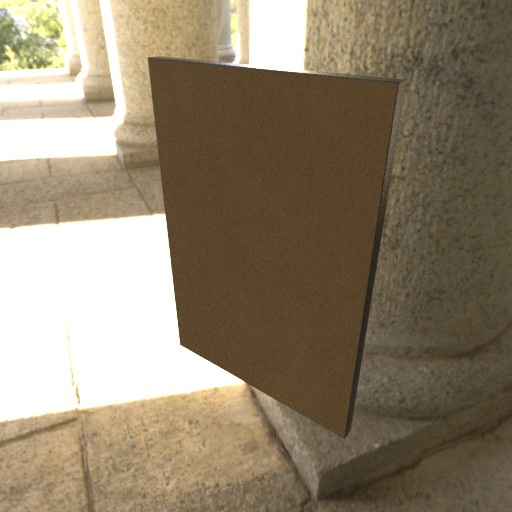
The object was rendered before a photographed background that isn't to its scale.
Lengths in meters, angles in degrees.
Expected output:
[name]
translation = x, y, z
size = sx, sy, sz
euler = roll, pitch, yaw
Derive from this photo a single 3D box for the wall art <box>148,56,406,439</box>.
[wall art]
translation = 0.000, 0.000, 0.575
size = 0.314, 0.455, 0.019
euler = 21, 36, 31
